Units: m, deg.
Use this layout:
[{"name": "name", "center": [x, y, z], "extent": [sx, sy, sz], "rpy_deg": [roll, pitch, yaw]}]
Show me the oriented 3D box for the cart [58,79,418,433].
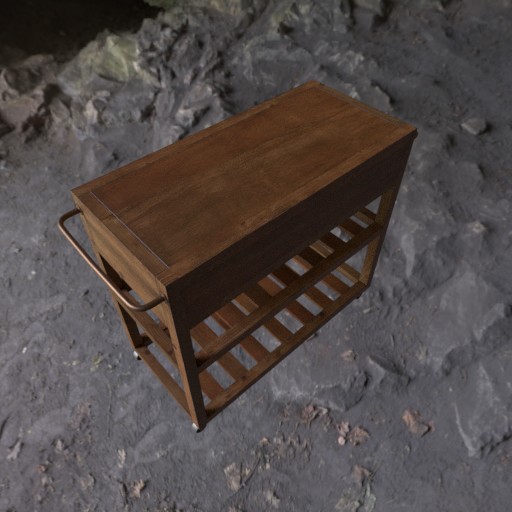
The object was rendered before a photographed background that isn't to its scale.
[{"name": "cart", "center": [0.000, 0.000, 1.546], "extent": [1.065, 0.830, 0.445], "rpy_deg": [-34, 56, -27]}]
